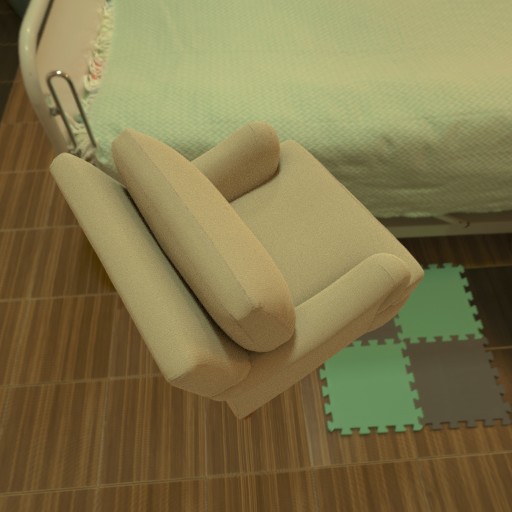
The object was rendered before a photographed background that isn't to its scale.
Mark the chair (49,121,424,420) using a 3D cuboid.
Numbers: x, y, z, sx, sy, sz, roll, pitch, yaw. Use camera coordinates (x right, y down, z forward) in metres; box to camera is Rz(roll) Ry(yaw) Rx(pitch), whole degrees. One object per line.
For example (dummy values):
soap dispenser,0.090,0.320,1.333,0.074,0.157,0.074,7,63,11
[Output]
chair,0.000,0.000,1.797,1.070,1.038,0.955,-29,62,-17
